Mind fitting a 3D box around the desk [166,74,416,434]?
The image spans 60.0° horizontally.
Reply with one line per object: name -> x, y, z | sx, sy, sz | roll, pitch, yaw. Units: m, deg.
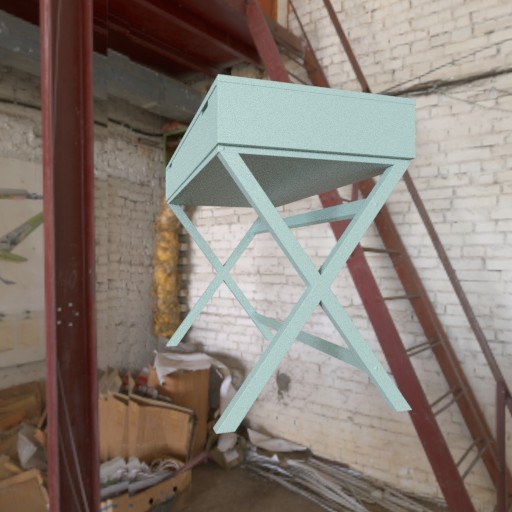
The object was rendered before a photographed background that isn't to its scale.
desk -> 0.000, 0.000, 1.533 | 0.509, 0.780, 1.059 | 0, 0, -17
